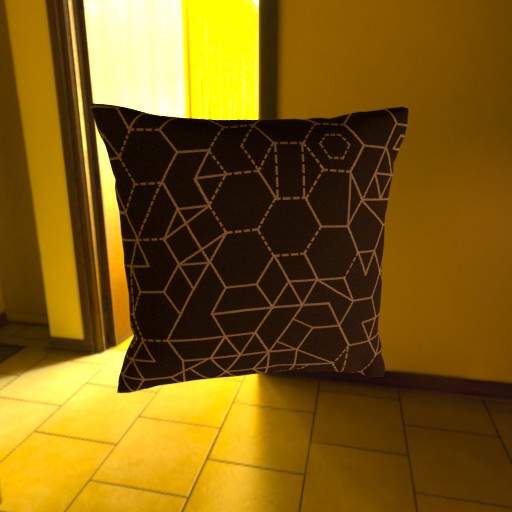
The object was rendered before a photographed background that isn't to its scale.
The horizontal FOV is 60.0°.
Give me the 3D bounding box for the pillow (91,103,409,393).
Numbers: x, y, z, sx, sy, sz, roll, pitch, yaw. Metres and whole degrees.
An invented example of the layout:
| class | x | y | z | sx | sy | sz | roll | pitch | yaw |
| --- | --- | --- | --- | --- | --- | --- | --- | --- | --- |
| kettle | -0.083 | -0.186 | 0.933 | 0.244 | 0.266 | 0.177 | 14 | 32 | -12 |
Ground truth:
| class | x | y | z | sx | sy | sz | roll | pitch | yaw |
| --- | --- | --- | --- | --- | --- | --- | --- | --- | --- |
| pillow | 0.000 | 0.000 | 0.784 | 0.517 | 0.508 | 0.158 | -2 | 16 | -7 |
